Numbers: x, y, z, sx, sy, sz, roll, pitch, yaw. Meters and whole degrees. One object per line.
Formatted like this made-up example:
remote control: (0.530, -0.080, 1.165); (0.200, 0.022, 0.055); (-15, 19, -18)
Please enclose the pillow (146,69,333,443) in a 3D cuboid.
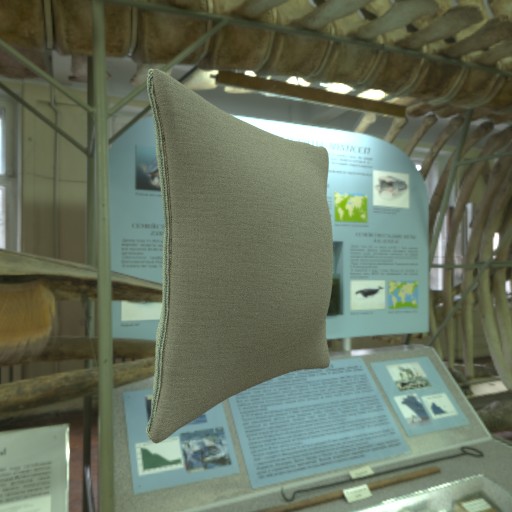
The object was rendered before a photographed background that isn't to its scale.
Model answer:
pillow: (0.000, 0.000, 0.668); (0.189, 0.416, 0.435); (0, -1, 35)
